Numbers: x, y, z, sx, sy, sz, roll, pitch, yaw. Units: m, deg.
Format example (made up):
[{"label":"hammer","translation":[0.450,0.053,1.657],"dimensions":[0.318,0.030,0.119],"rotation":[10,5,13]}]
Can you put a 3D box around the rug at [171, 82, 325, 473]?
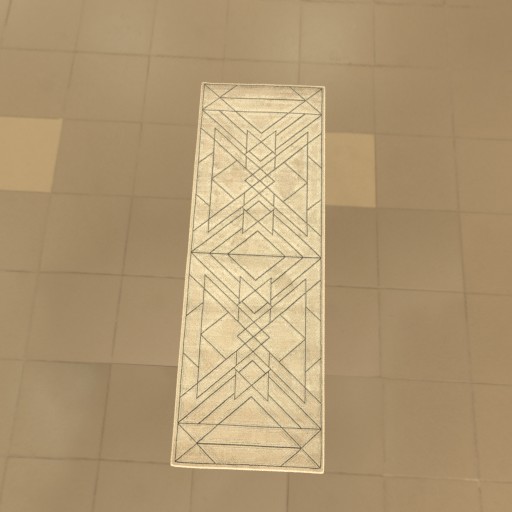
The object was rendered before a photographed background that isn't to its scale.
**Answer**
[{"label":"rug","translation":[0.000,0.000,2.677],"dimensions":[0.831,0.036,2.381],"rotation":[2,76,1]}]
